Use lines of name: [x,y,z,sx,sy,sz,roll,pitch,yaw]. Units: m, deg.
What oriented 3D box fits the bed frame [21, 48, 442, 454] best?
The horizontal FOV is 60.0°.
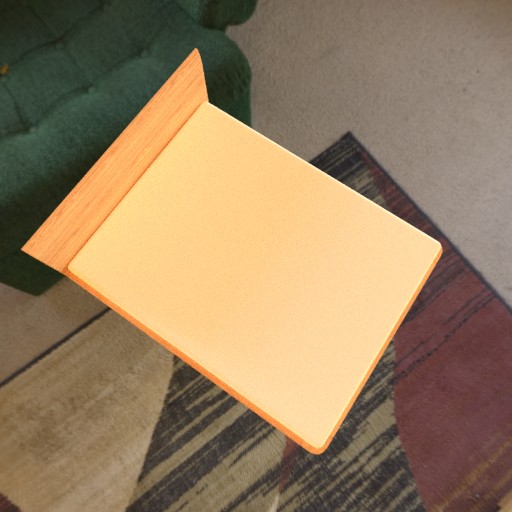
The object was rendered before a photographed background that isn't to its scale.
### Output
bed frame: [0.000,0.000,2.986,2.092,0.940,1.660,33,77,9]
